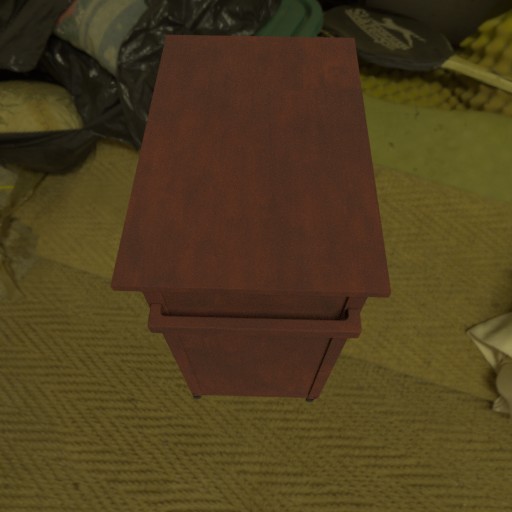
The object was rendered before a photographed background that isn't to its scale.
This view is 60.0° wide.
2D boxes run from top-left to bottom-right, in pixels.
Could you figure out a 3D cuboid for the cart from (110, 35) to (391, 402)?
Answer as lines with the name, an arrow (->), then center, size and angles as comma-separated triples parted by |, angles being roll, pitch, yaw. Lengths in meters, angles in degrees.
cart -> 0.000, 0.000, 1.233 | 0.442, 0.864, 0.683 | 1, 59, 1
